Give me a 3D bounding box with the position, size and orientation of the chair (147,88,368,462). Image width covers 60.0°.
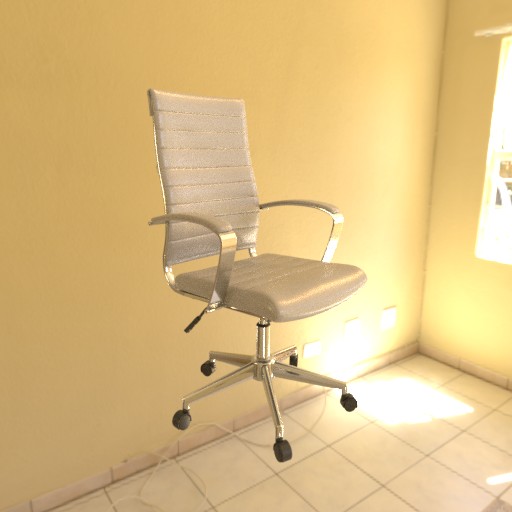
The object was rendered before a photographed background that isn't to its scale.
[{"bbox_3d":[0.000,0.000,1.593,0.667,1.149,0.679,13,19,43],"label":"chair"}]
